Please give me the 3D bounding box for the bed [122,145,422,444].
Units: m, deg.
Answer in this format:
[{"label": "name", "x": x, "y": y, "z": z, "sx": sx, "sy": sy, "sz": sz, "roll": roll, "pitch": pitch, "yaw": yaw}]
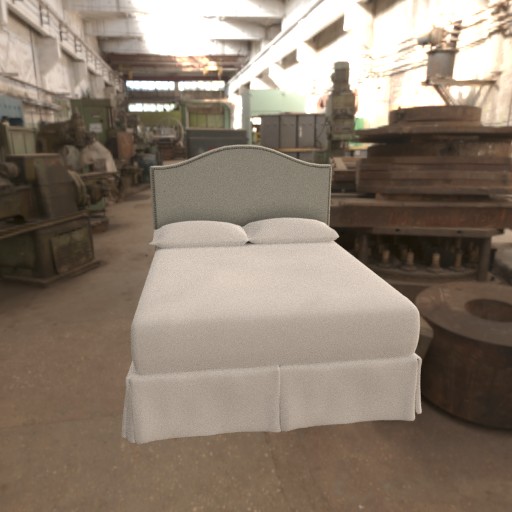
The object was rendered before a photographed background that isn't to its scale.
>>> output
[{"label": "bed", "x": 0.000, "y": 0.000, "z": 3.409, "sx": 1.813, "sy": 1.607, "sz": 2.180, "roll": -2, "pitch": 16, "yaw": -7}]
